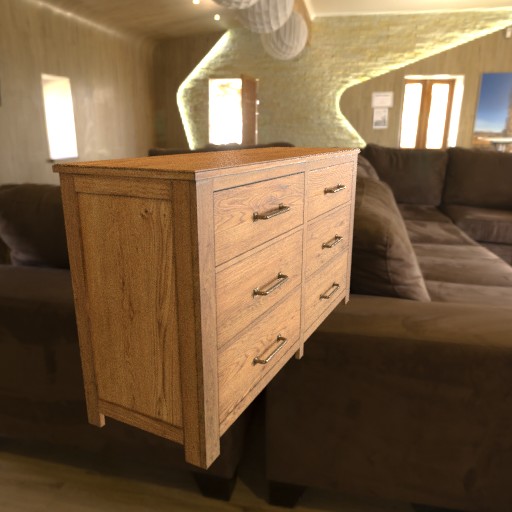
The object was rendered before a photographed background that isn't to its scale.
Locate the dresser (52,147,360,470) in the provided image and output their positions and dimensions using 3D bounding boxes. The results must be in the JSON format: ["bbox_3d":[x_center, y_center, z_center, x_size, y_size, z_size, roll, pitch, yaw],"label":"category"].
[{"bbox_3d":[0.000,0.000,2.074,0.563,0.932,1.657,8,18,26],"label":"dresser"}]
